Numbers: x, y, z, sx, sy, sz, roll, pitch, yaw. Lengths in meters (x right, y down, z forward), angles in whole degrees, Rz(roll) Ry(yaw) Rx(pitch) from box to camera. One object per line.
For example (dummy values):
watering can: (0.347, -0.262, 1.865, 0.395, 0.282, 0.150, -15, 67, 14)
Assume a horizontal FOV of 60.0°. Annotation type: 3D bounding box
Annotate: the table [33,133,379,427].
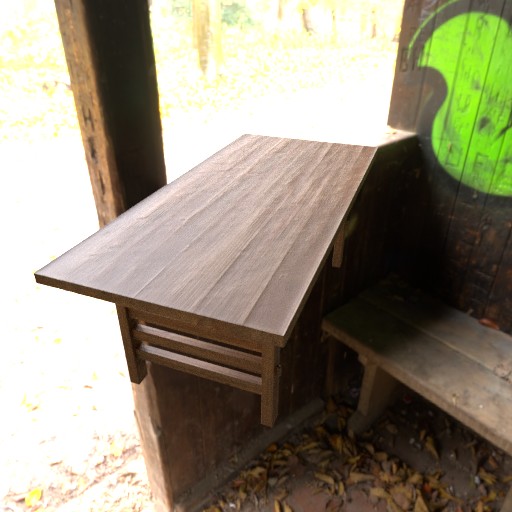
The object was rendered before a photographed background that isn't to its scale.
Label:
table: (0.000, 0.000, 2.447, 0.952, 0.760, 2.003, 11, 32, 18)
